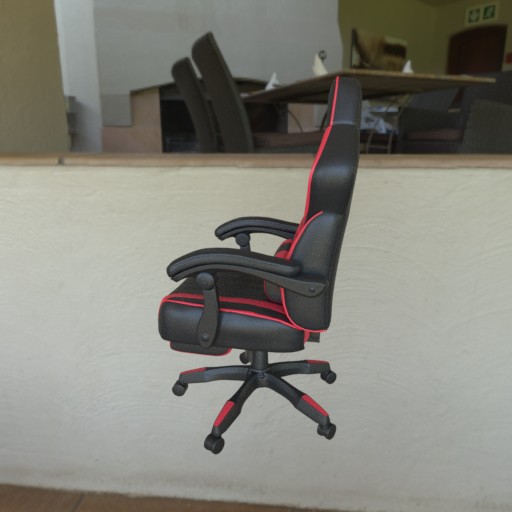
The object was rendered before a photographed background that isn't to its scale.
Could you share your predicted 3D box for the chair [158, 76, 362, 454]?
[{"bbox_3d":[0.000,0.000,1.648,0.700,1.220,0.700,2,15,9],"label":"chair"}]
